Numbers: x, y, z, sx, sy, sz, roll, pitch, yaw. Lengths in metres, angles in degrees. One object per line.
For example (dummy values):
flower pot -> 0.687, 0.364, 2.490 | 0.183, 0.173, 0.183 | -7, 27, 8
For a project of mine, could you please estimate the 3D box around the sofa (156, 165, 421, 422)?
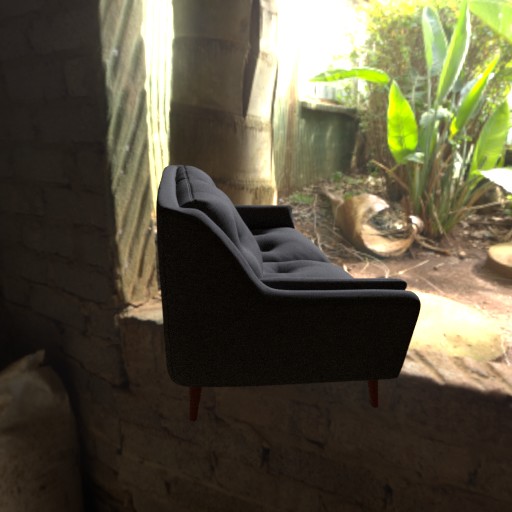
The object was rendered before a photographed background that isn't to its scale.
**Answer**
sofa -> 0.000, 0.000, 2.413 | 0.975, 0.896, 1.929 | -3, 16, -10
